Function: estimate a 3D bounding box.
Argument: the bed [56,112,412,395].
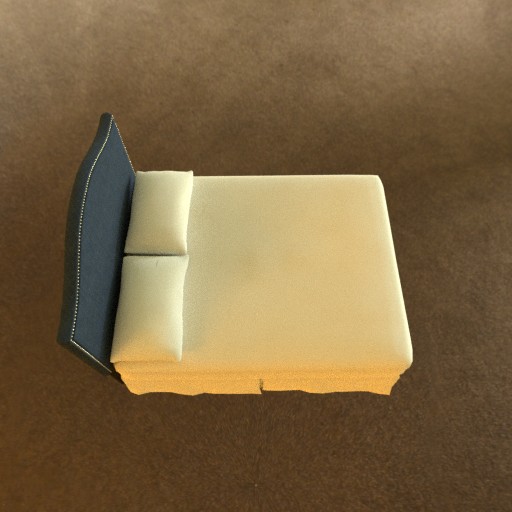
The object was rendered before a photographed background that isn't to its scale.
[{"bbox_3d":[0.000,0.000,3.196,2.153,1.518,1.713,-1,63,0],"label":"bed"}]
